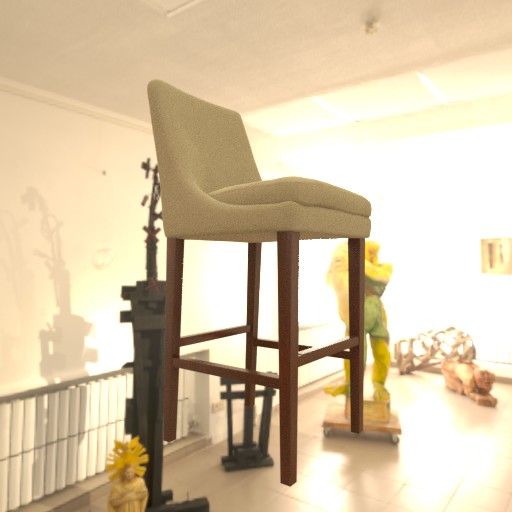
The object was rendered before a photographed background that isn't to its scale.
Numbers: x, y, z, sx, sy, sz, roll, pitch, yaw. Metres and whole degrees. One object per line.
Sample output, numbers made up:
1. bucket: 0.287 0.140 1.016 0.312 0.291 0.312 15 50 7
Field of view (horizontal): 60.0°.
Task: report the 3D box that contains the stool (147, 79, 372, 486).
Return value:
1. stool: 0.000 0.000 1.353 0.577 1.078 0.470 0 -1 37
